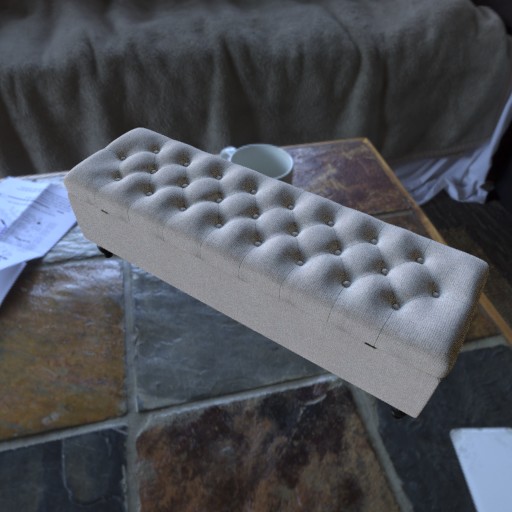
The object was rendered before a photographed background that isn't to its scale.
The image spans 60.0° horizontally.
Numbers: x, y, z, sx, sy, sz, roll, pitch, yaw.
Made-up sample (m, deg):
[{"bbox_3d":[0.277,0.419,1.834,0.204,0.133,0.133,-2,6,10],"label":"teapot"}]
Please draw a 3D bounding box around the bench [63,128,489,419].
[{"bbox_3d":[0.000,0.000,1.676,1.480,0.467,0.455,25,52,21],"label":"bench"}]
